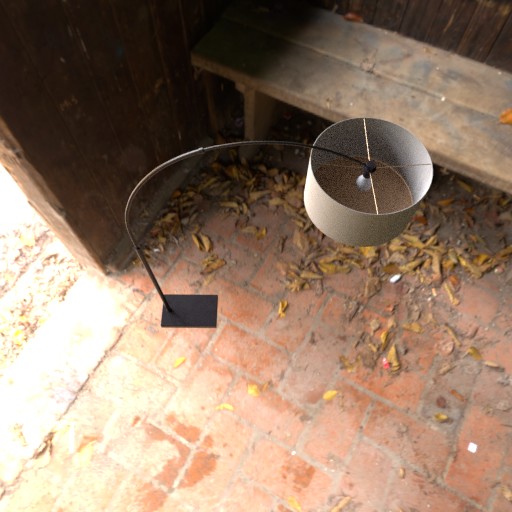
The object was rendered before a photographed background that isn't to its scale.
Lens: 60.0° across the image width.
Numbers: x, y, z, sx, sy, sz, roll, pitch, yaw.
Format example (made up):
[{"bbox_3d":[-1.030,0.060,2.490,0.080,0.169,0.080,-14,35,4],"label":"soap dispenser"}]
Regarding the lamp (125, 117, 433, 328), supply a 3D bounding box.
[{"bbox_3d":[0.000,0.000,2.543,1.424,1.927,0.493,0,63,0],"label":"lamp"}]
